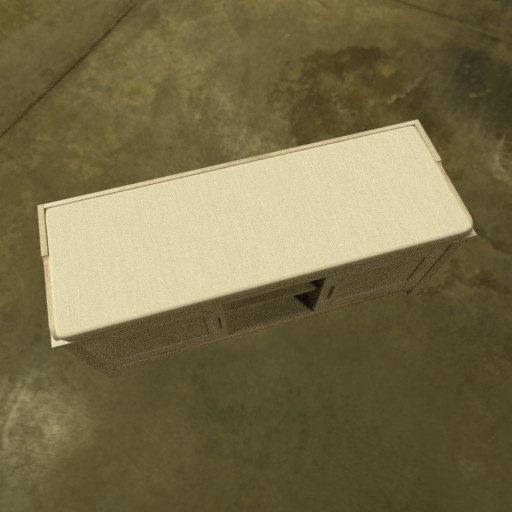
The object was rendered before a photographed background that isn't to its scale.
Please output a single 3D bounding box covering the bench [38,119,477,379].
[{"bbox_3d":[0.000,0.000,1.407,1.140,0.501,0.398,-14,65,-7],"label":"bench"}]
